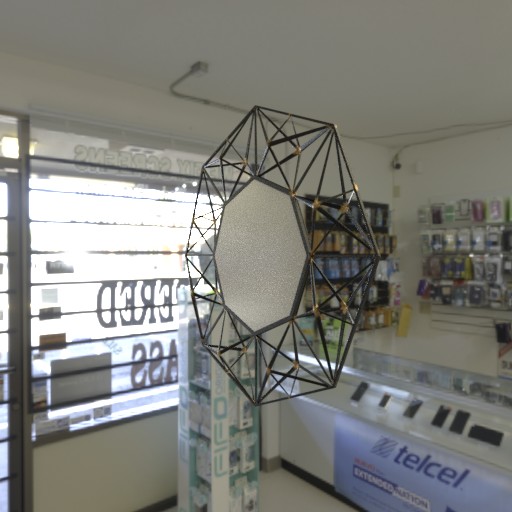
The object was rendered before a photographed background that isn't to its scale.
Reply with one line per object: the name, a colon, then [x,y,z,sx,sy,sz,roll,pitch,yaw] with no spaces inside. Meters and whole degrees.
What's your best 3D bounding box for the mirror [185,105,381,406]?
mirror: [0.000,0.000,1.045,0.094,0.710,0.710,0,0,-37]
